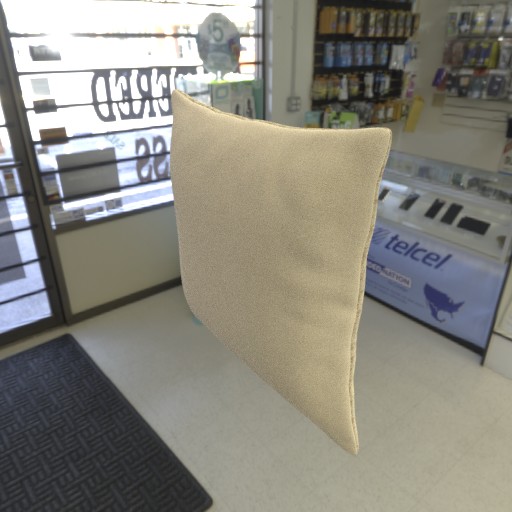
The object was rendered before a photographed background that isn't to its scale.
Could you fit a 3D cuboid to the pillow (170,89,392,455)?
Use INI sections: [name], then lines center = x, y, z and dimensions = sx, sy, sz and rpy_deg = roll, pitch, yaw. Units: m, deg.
[pillow]
center = 0.000, 0.000, 0.776
dimensions = 0.166, 0.510, 0.523
rpy_deg = -18, 31, -32
